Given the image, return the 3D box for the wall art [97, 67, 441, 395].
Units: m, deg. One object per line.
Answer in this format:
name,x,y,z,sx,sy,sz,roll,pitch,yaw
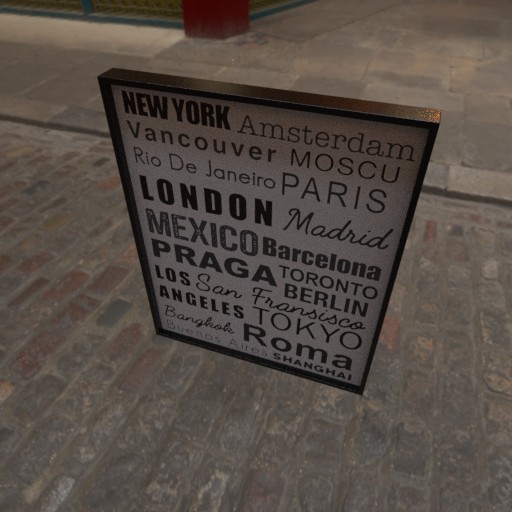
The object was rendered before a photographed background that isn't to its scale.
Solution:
wall art,0.000,0.000,0.742,0.448,0.551,0.038,13,43,15
